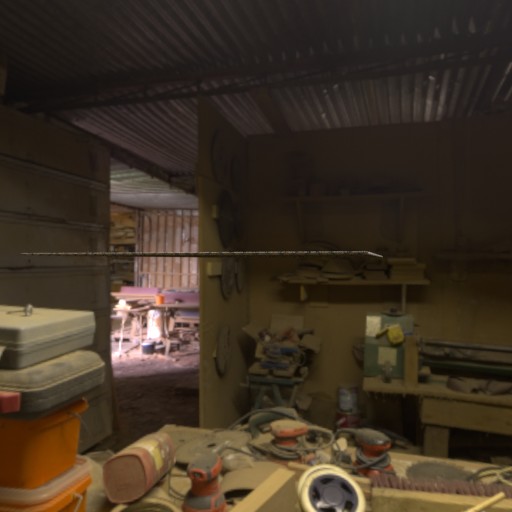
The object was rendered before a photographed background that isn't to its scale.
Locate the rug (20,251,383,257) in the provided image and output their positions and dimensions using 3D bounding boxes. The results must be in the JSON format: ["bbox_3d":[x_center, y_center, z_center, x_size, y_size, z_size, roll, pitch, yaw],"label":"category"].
[{"bbox_3d":[0.000,0.000,2.293,1.220,0.008,1.824,0,0,17],"label":"rug"}]
